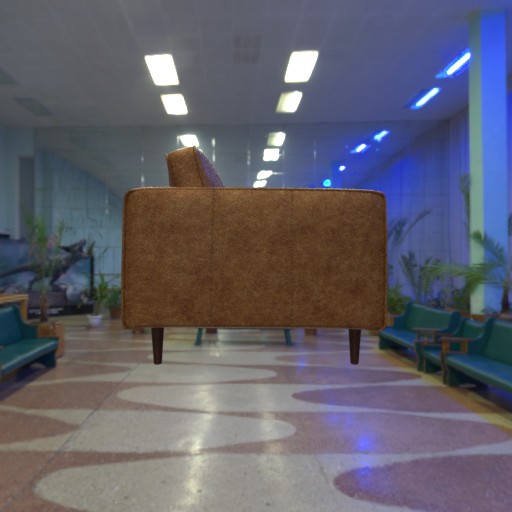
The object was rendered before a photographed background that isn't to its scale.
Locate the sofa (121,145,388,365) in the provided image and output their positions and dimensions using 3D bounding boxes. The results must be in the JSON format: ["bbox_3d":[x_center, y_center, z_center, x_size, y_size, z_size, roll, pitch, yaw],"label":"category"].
[{"bbox_3d":[0.000,0.000,2.447,0.924,0.825,1.920,0,-1,0],"label":"sofa"}]
